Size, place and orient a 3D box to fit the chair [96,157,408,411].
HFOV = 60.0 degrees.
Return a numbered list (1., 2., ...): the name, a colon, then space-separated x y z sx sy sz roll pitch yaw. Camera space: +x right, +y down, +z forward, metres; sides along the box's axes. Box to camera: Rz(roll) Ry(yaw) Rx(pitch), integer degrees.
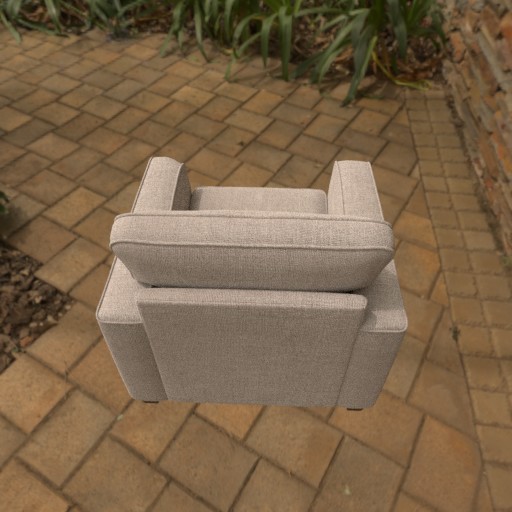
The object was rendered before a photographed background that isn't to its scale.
1. chair: 0.000 0.000 1.822 1.015 0.965 0.939 2 47 1
